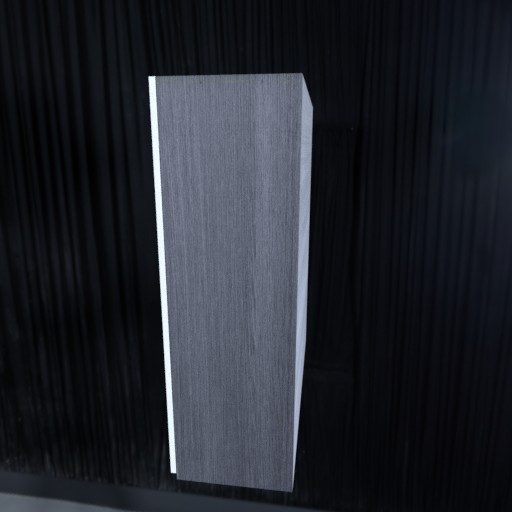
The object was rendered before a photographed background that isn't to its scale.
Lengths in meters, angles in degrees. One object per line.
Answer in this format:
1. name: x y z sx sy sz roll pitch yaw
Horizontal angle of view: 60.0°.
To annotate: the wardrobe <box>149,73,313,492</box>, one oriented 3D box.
1. wardrobe: 0.000 0.000 2.867 0.629 1.960 1.780 2 15 8
